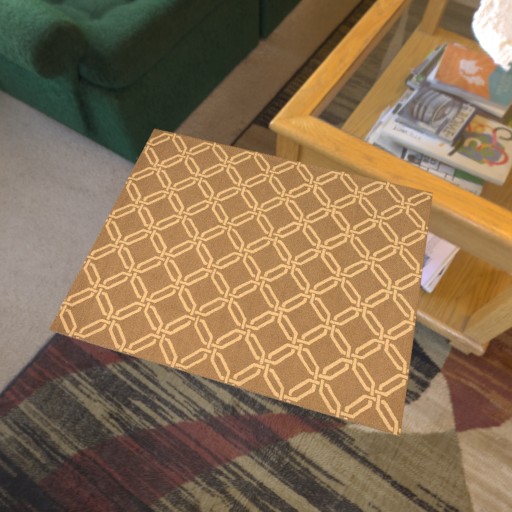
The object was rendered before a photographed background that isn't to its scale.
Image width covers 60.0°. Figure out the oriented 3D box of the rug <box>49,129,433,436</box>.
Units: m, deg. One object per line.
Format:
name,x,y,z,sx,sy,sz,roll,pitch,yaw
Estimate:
rug,0.000,0.000,3.969,2.895,0.018,2.288,15,64,7
